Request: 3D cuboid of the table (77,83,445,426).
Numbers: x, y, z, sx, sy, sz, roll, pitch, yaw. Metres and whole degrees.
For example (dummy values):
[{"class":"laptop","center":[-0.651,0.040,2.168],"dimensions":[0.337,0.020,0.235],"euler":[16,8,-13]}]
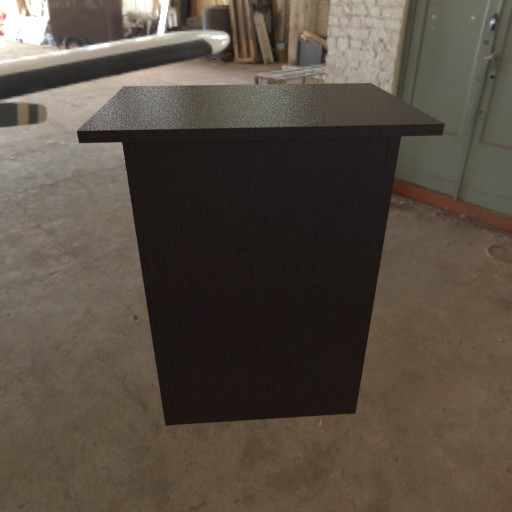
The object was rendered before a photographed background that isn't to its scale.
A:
[{"class":"table","center":[0.000,0.000,1.060],"dimensions":[0.589,0.711,0.408],"euler":[-2,30,-4]}]
